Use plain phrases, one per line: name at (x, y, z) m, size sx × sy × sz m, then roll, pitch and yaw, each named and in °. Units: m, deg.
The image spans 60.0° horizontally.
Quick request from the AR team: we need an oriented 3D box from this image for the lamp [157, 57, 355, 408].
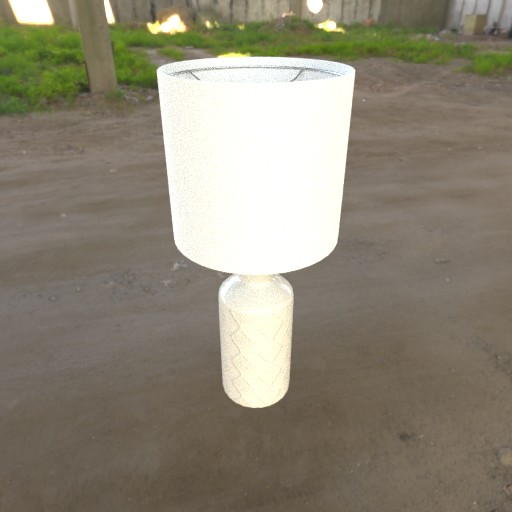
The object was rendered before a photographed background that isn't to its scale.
lamp at (0.000, 0.000, 0.584) m, size 0.207 × 0.461 × 0.207 m, roll 20°, pitch 35°, yaw 31°
